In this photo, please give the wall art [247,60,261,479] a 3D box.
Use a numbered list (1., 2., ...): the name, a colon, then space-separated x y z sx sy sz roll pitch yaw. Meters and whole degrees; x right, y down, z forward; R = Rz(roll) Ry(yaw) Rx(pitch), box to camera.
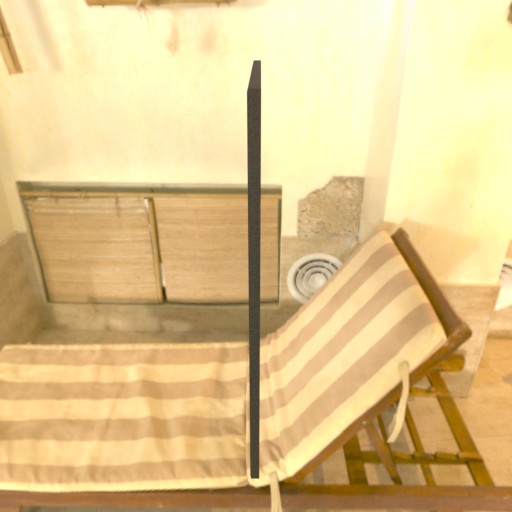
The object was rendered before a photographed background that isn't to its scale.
1. wall art: 0.000 0.000 0.655 0.013 0.508 0.359 0 27 0
